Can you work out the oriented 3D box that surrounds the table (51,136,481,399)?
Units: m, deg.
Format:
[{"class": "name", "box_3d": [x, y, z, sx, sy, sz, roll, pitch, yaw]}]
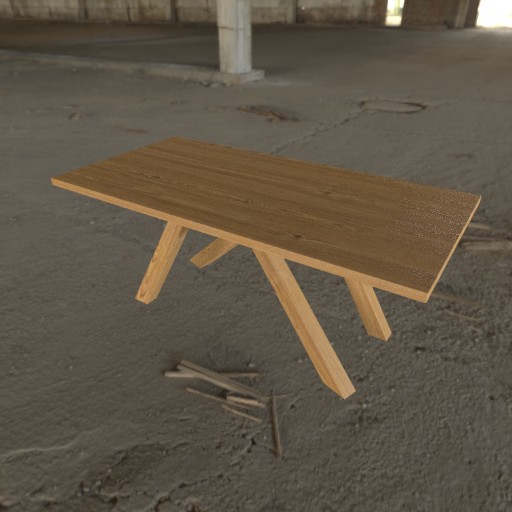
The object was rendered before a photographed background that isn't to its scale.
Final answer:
[{"class": "table", "box_3d": [0.000, 0.000, 2.248, 1.797, 0.750, 0.901, 18, 35, 28]}]
